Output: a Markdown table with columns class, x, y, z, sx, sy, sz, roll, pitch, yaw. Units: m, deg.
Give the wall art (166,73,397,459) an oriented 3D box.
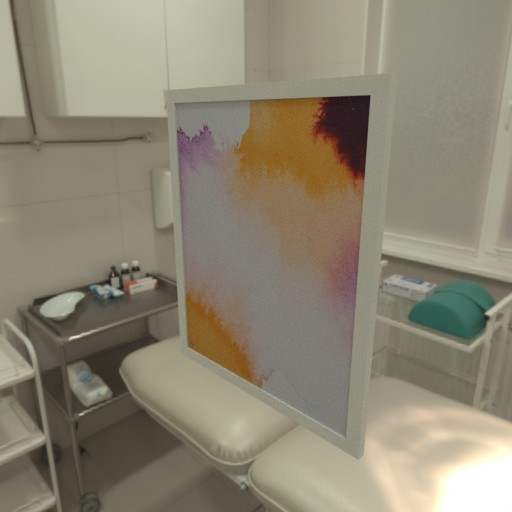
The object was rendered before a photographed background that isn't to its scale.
| class | x | y | z | sx | sy | sz | roll | pitch | yaw |
| --- | --- | --- | --- | --- | --- | --- | --- | --- | --- |
| wall art | 0.000 | 0.000 | 0.629 | 0.013 | 0.456 | 0.382 | -16 | 24 | -42 |
